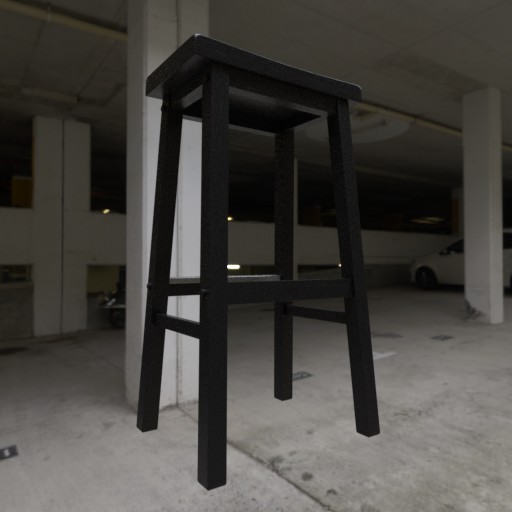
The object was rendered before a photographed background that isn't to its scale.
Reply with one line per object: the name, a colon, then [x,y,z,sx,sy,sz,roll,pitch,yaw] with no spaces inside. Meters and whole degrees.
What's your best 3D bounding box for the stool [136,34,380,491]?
stool: [0.000,0.000,0.943,0.406,0.742,0.322,1,-1,-35]
